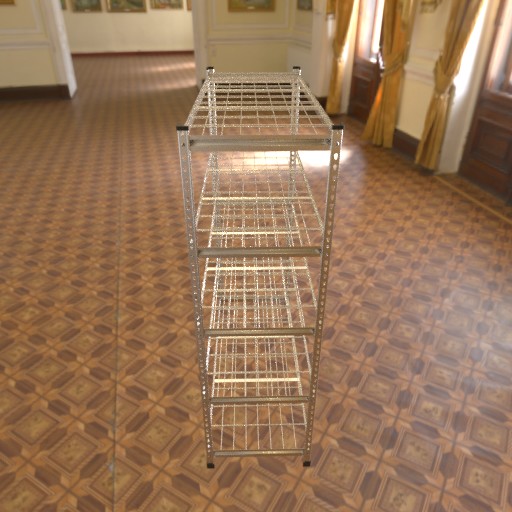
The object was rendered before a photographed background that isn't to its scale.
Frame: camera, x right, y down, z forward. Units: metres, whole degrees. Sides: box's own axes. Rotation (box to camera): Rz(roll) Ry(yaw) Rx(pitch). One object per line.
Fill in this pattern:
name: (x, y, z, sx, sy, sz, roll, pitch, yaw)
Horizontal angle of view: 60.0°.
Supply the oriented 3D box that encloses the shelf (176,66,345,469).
shelf: (0.000, 0.000, 2.748, 0.610, 1.981, 1.524, -1, 31, -1)
